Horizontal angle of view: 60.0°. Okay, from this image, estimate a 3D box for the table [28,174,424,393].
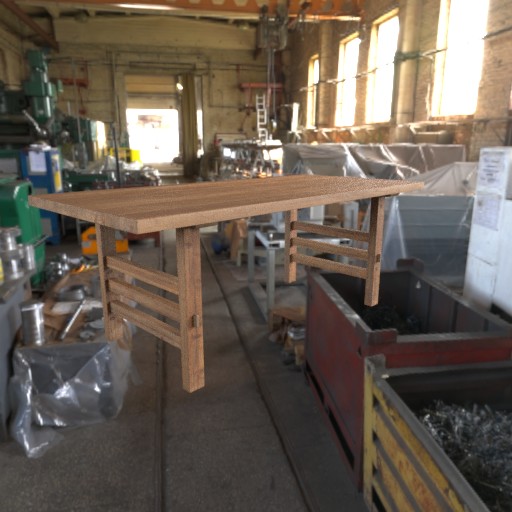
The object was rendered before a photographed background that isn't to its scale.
[{"bbox_3d":[0.000,0.000,2.480,2.003,0.760,0.952,-14,20,-43],"label":"table"}]
